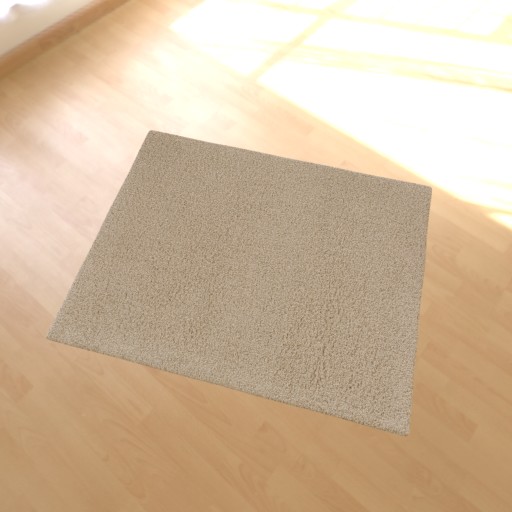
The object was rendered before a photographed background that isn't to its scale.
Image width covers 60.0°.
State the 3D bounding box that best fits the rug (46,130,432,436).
[{"bbox_3d":[0.000,0.000,4.112,3.047,0.029,2.438,13,63,7],"label":"rug"}]
